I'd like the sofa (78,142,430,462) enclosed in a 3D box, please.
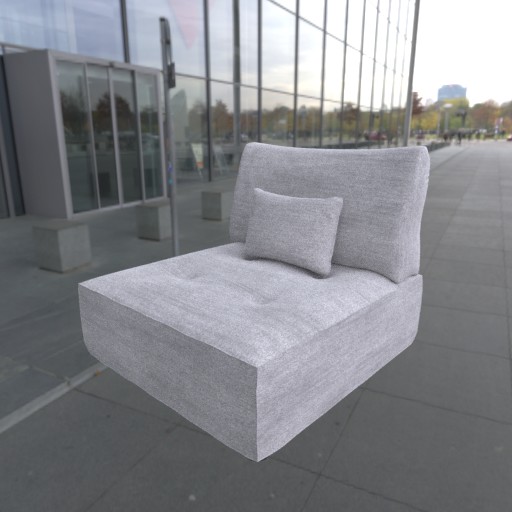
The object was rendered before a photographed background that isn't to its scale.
[{"bbox_3d":[0.000,0.000,1.708,0.930,0.820,1.000,14,21,41],"label":"sofa"}]
